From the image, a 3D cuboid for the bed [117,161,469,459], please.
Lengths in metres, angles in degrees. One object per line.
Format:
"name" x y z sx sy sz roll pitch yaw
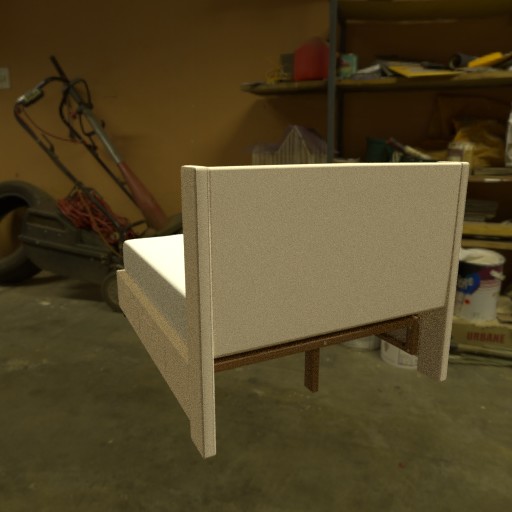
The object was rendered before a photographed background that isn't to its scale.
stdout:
"bed" 0.000 0.000 3.461 1.765 1.471 2.280 -7 15 -26
